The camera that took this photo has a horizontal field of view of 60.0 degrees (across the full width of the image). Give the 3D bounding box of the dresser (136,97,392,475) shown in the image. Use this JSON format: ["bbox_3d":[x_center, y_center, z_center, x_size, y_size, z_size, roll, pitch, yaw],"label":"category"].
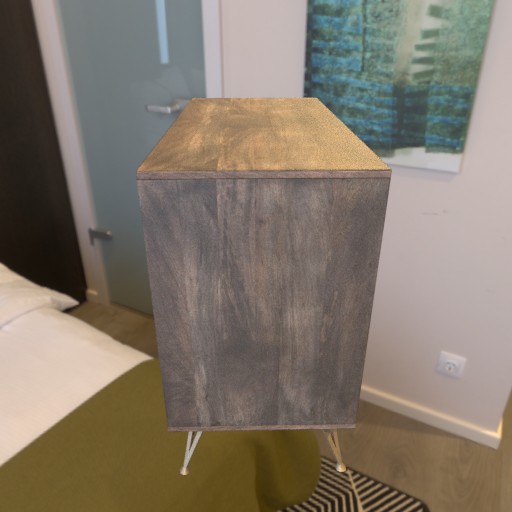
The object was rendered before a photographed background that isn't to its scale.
[{"bbox_3d":[0.000,0.000,1.359,0.453,0.801,0.923,-1,27,-1],"label":"dresser"}]
